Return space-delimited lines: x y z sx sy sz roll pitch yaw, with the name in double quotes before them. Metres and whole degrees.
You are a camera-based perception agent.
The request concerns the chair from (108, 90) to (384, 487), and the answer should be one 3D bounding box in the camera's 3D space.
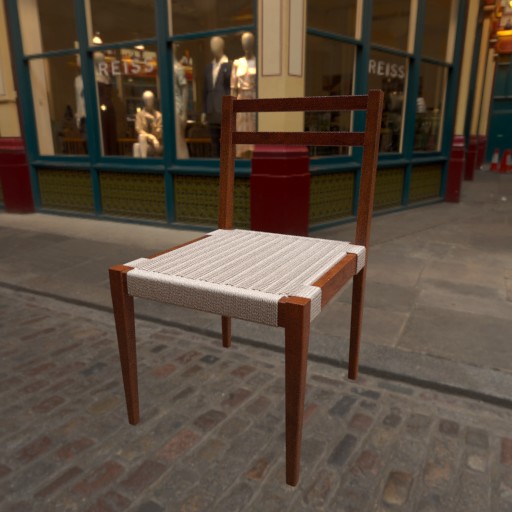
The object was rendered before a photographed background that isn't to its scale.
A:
"chair" 0.000 0.000 1.184 0.495 0.851 0.569 8 18 26
